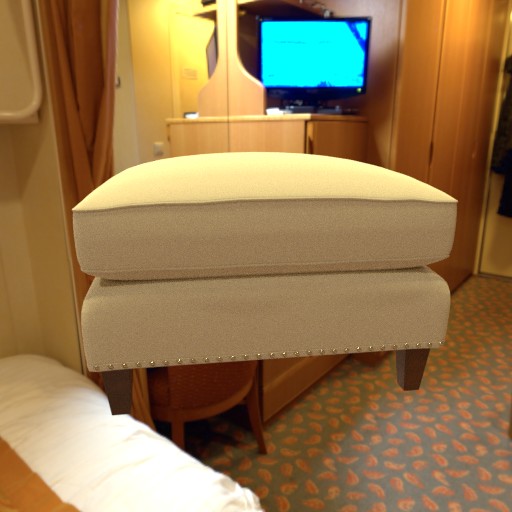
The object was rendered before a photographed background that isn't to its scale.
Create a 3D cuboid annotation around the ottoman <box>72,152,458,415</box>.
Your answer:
[{"bbox_3d":[0.000,0.000,1.130,0.741,0.513,0.584,-2,16,-8],"label":"ottoman"}]
